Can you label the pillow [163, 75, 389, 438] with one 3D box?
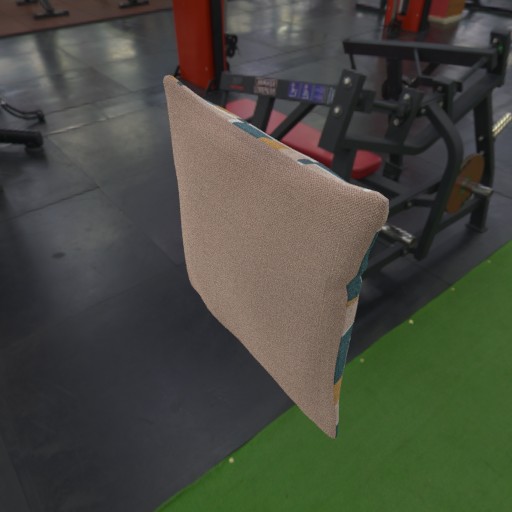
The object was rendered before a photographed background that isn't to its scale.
[{"bbox_3d":[0.000,0.000,0.746,0.158,0.479,0.478,-25,46,-27],"label":"pillow"}]
